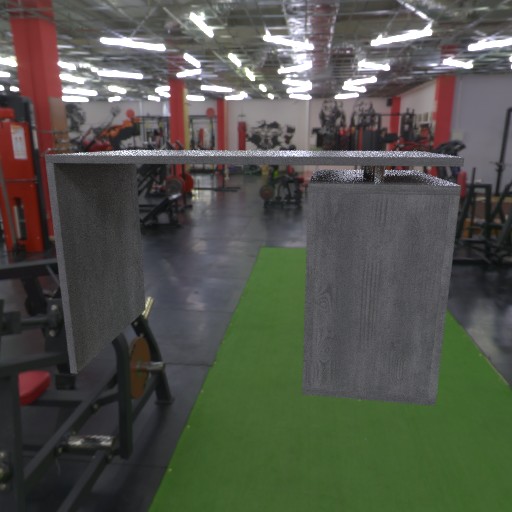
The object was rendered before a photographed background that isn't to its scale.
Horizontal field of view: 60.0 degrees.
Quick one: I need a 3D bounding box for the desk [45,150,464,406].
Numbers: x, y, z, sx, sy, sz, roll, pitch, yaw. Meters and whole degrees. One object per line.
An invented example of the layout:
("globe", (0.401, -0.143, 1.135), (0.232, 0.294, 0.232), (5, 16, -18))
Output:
("desk", (0.000, 0.000, 1.632), (1.200, 0.740, 0.600), (2, 15, 9))
